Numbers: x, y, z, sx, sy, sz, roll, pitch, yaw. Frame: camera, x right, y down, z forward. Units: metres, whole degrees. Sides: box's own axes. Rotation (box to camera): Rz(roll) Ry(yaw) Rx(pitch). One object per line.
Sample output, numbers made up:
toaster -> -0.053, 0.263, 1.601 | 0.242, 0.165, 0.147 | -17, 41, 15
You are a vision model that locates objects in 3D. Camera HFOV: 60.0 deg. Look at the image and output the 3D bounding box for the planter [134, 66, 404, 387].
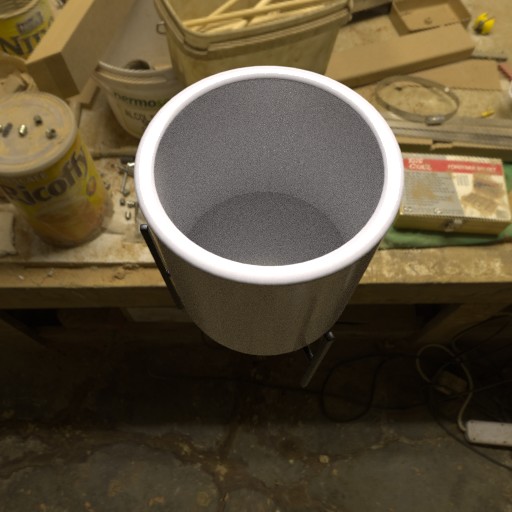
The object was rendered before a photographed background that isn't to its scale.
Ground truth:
planter -> 0.000, 0.000, 0.517 | 0.239, 0.356, 0.239 | 1, 64, 0
